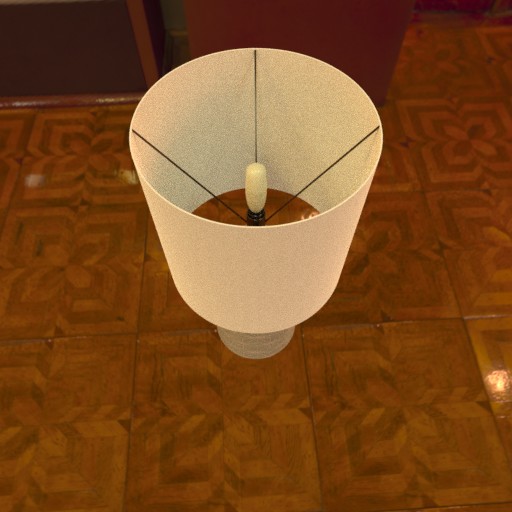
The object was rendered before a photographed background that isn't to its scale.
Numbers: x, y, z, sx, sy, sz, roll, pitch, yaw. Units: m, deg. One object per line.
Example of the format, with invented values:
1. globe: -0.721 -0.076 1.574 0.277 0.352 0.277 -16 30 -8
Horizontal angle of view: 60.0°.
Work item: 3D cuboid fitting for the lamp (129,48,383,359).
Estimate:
1. lamp: 0.000 0.000 0.542 0.206 0.416 0.206 -1 59 -1
